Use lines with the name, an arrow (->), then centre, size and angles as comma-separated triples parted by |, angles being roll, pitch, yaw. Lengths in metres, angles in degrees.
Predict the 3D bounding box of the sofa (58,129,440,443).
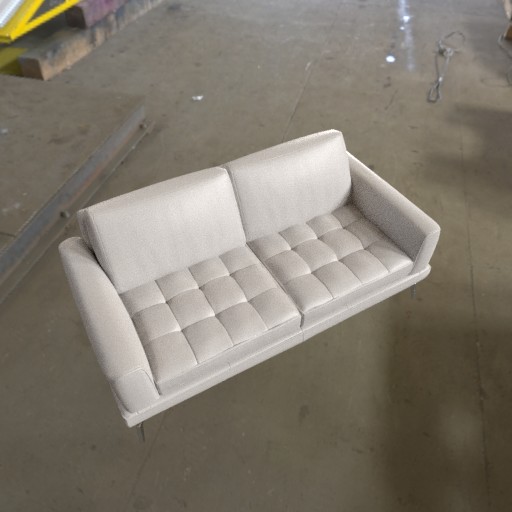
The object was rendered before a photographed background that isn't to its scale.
sofa -> 0.000, 0.000, 2.815 | 2.177, 0.930, 1.121 | -22, 50, -20
